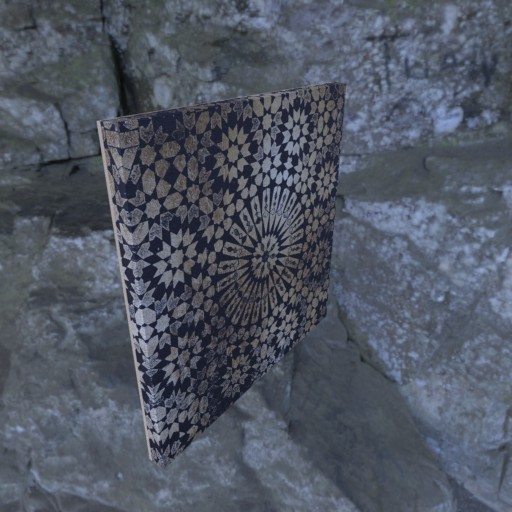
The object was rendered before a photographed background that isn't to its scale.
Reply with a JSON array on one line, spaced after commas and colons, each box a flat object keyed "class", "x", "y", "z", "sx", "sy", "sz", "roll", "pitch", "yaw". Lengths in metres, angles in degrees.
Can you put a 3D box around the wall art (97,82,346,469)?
[{"class": "wall art", "x": 0.000, "y": 0.000, "z": 0.895, "sx": 0.038, "sy": 0.612, "sz": 0.612, "roll": 19, "pitch": 32, "yaw": 32}]
